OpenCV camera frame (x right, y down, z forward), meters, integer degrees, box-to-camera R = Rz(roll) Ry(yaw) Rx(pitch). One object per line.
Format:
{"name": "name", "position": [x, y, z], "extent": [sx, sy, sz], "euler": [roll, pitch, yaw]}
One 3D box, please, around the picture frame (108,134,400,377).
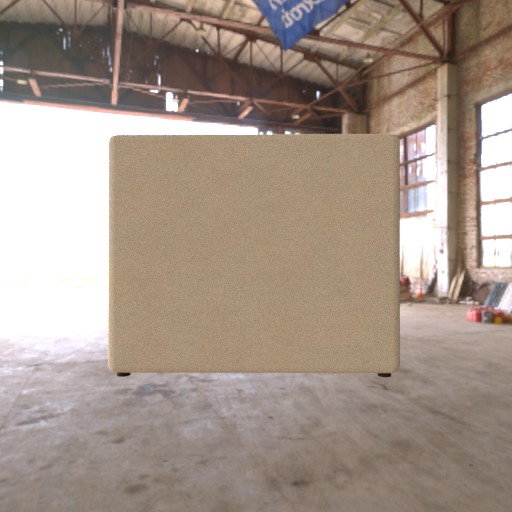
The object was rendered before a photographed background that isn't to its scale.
{"name": "picture frame", "position": [0.000, 0.000, 2.681], "extent": [1.069, 0.891, 2.161], "euler": [0, 0, 0]}
